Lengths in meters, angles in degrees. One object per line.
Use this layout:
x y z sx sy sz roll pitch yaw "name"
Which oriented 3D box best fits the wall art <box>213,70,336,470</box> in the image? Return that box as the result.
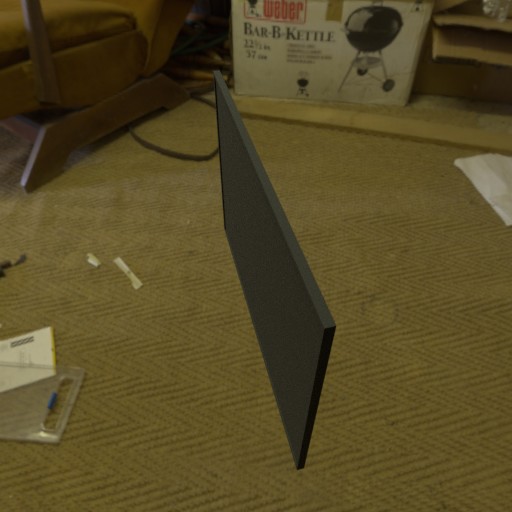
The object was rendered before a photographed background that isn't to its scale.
0.000 0.000 1.552 0.028 0.805 1.190 -10 47 -10 "wall art"
